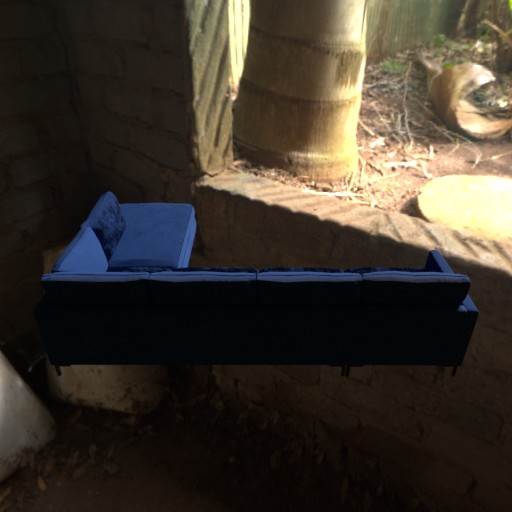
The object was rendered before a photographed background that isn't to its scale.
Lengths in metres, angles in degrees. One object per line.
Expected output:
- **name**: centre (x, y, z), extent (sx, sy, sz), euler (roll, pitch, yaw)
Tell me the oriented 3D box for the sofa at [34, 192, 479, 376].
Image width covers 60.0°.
- **sofa**: centre (0.000, 0.000, 3.209), extent (2.486, 0.687, 1.707), euler (0, 32, 0)
